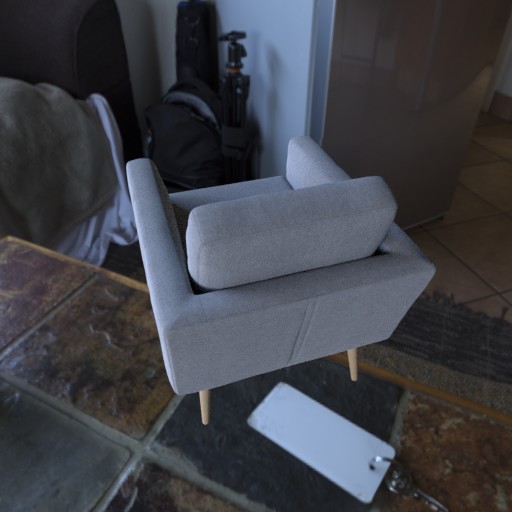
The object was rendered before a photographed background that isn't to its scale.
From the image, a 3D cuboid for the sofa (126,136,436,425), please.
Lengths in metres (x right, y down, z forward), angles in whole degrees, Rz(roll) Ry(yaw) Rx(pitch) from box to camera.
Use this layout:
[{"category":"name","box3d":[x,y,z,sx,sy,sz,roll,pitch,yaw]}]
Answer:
[{"category":"sofa","box3d":[0.000,0.000,1.571,0.770,0.860,0.920,-12,41,-14]}]
